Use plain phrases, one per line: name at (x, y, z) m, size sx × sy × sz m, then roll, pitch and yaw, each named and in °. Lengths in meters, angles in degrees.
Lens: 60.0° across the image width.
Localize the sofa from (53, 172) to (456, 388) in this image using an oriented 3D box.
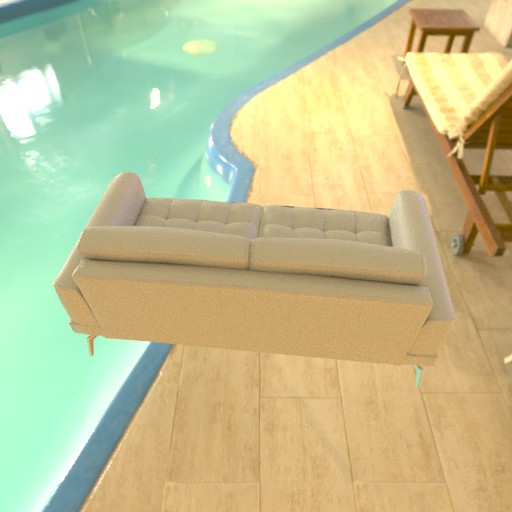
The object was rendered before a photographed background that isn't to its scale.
sofa at (0.000, 0.000, 2.776) m, size 2.177 × 0.930 × 1.121 m, roll 4°, pitch 46°, yaw 4°
